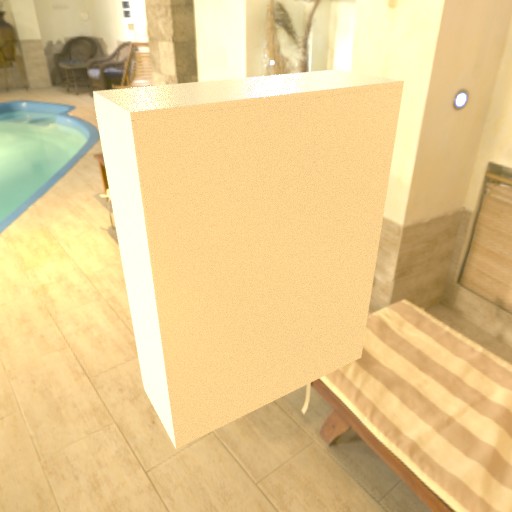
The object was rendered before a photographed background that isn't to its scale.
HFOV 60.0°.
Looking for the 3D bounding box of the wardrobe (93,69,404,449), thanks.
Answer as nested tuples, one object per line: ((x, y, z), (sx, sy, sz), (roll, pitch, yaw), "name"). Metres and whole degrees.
((0.000, 0.000, 1.648), (0.900, 1.200, 0.360), (-17, 34, -27), "wardrobe")
